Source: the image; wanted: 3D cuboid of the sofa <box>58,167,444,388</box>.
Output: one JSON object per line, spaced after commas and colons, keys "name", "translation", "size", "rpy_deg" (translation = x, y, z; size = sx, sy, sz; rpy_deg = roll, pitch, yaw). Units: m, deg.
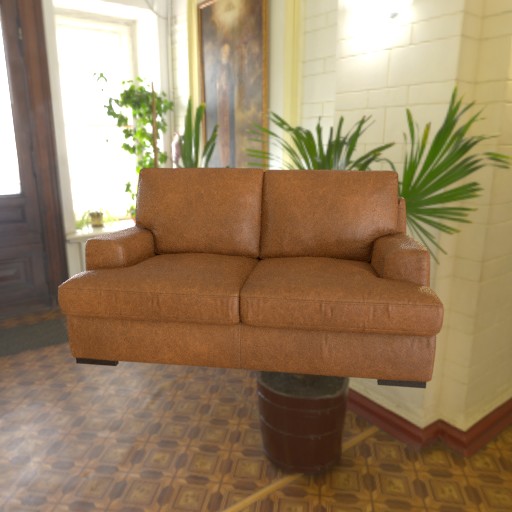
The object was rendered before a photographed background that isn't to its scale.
{"name": "sofa", "translation": [0.000, 0.000, 2.561], "size": [1.880, 0.966, 1.144], "rpy_deg": [2, 14, 8]}
